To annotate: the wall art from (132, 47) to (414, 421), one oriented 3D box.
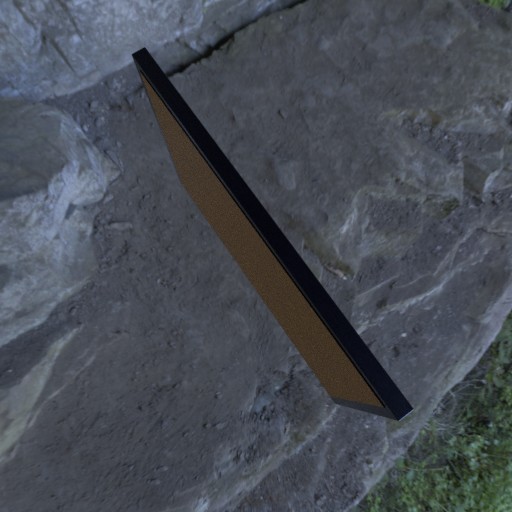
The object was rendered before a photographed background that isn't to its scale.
[{"bbox_3d":[0.000,0.000,0.843,0.027,0.458,0.657,-33,77,-9],"label":"wall art"}]
